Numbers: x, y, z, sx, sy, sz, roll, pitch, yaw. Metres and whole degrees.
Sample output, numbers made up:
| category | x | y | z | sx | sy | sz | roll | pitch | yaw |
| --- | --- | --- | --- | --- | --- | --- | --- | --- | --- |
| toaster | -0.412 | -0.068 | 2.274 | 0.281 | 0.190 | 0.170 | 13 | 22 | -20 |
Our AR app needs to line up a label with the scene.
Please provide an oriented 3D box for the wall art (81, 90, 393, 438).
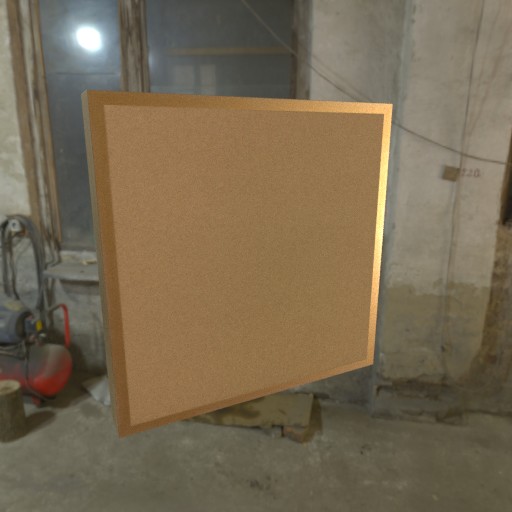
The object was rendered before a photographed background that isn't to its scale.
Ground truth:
| category | x | y | z | sx | sy | sz | roll | pitch | yaw |
| --- | --- | --- | --- | --- | --- | --- | --- | --- | --- |
| wall art | 0.000 | 0.000 | 0.456 | 0.306 | 0.305 | 0.038 | -8 | 17 | -26 |
